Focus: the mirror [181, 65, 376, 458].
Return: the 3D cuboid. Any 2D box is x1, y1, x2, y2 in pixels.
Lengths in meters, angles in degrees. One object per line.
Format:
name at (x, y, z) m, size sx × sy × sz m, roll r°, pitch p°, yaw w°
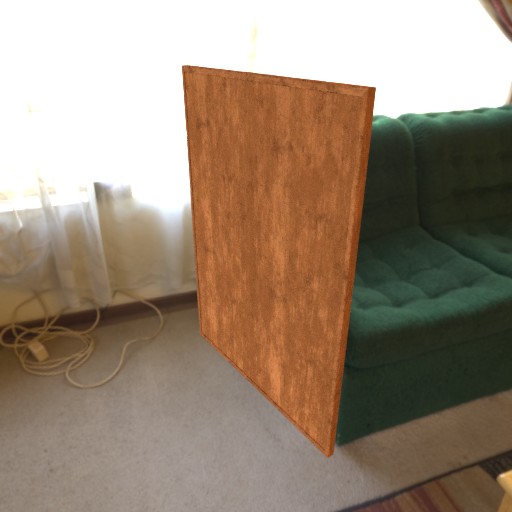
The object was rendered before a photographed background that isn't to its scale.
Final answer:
mirror at (0.000, 0.000, 1.437) m, size 0.028 × 1.099 × 0.796 m, roll -19°, pitch 32°, yaw -32°
